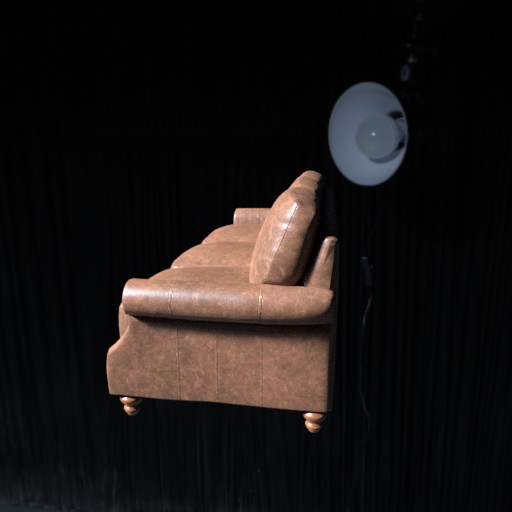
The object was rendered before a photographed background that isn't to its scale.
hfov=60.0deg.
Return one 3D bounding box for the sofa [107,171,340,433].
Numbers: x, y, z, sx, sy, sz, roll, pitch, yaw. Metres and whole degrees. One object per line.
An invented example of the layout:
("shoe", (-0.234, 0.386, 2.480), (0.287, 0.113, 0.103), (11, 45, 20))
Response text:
("sofa", (0.000, 0.000, 2.796), (0.973, 0.977, 2.351), (2, 14, 9))
